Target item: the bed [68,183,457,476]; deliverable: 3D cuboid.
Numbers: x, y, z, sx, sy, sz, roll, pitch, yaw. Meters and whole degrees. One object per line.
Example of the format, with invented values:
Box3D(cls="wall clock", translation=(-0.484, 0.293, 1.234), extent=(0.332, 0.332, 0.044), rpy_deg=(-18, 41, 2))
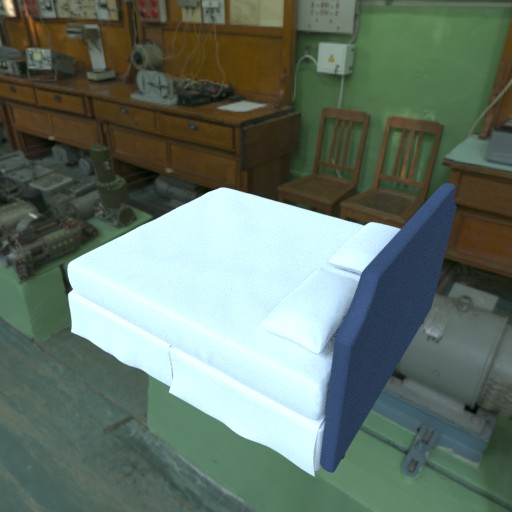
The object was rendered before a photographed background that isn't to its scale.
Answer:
Box3D(cls="bed", translation=(0.000, 0.000, 4.025), extent=(2.773, 1.488, 2.350), rpy_deg=(20, 36, 30))
